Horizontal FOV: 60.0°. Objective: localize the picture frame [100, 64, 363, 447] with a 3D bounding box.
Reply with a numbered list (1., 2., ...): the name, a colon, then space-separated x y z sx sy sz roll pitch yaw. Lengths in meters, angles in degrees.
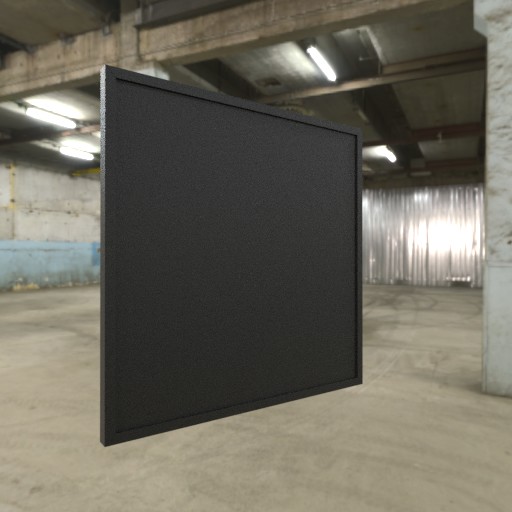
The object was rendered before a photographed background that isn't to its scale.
1. picture frame: 0.000 0.000 1.135 0.775 0.775 0.032 0 0 -36
